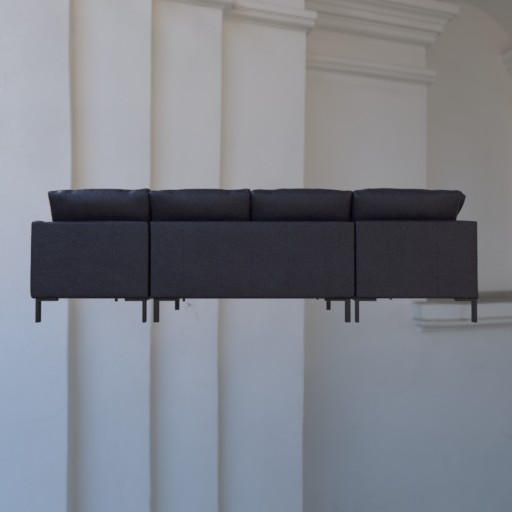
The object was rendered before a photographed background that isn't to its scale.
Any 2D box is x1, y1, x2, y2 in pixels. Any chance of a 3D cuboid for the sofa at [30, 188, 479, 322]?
[{"bbox_3d":[0.000,0.000,3.833,2.956,0.900,1.939,0,-1,0],"label":"sofa"}]
